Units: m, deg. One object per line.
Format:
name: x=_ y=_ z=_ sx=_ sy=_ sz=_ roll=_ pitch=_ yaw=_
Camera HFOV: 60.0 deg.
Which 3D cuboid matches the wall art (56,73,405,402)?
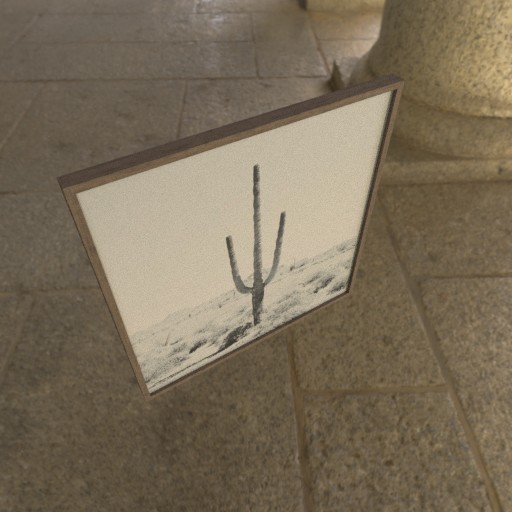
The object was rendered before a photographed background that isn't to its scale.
wall art: x=0.000 y=0.000 z=1.144 sx=0.762 sy=0.762 sz=0.038 roll=-24 pitch=51 yaw=-21
